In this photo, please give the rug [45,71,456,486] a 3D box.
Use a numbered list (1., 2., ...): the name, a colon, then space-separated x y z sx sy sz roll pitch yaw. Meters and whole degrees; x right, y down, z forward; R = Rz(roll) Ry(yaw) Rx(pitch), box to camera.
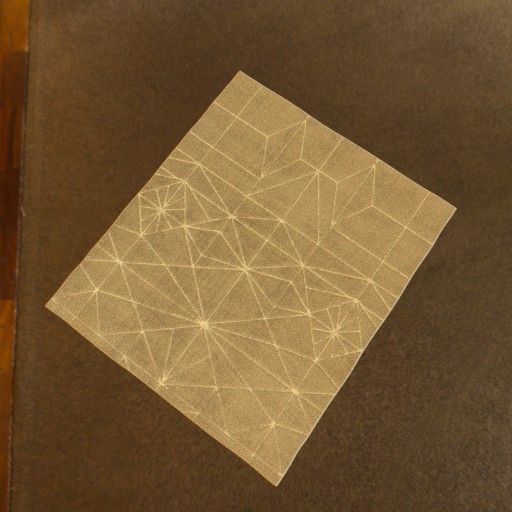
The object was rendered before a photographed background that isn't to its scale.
1. rug: 0.000 0.000 0.878 0.548 0.006 0.639 35 79 8
